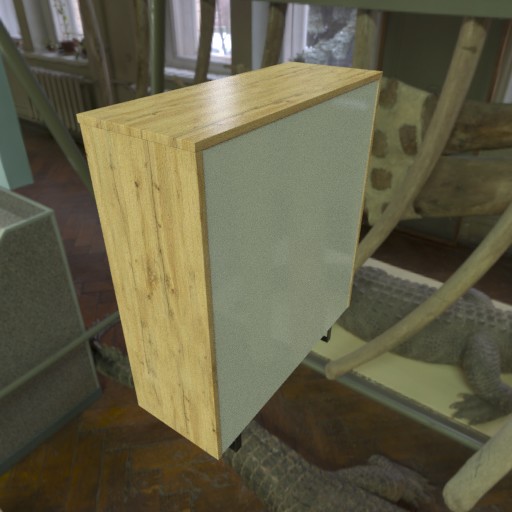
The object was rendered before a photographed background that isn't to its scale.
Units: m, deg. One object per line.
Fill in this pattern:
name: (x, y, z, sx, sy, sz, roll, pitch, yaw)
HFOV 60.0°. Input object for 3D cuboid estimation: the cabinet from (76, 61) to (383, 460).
cabinet: (0.000, 0.000, 1.937, 0.473, 1.397, 1.168, 21, 37, 29)
